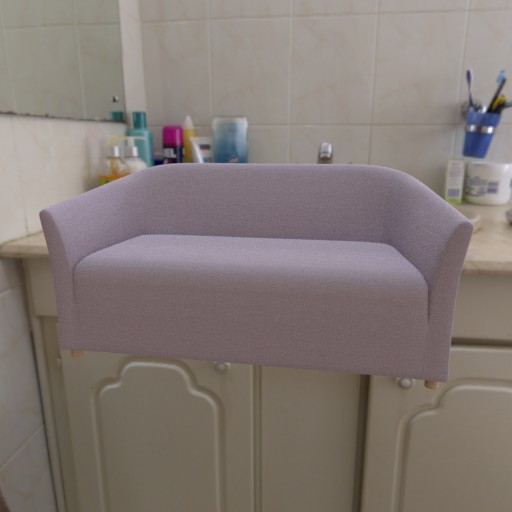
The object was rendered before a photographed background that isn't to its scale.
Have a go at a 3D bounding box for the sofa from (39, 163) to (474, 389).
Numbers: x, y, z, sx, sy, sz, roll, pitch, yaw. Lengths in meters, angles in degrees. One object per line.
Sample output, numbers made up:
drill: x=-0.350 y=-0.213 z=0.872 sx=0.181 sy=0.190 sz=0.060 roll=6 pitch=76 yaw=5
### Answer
sofa: x=0.000 y=0.000 z=1.828 sx=1.452 sy=0.721 sz=0.705 roll=2 pitch=14 yaw=10
